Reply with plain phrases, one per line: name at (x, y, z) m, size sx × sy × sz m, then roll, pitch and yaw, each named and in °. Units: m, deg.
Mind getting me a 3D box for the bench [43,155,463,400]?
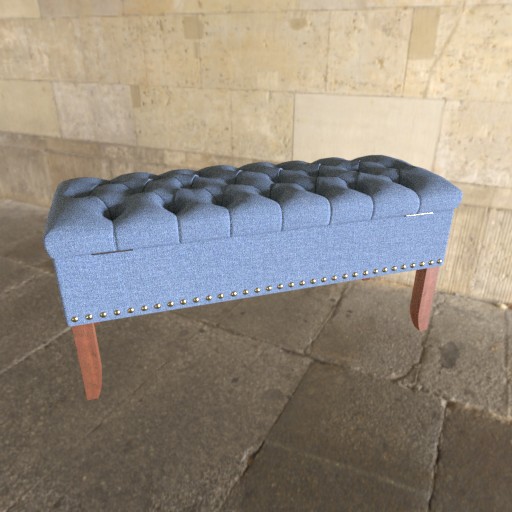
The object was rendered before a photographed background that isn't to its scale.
bench at (0.000, 0.000, 1.313) m, size 1.052 × 0.492 × 0.417 m, roll -8°, pitch 26°, yaw -16°
